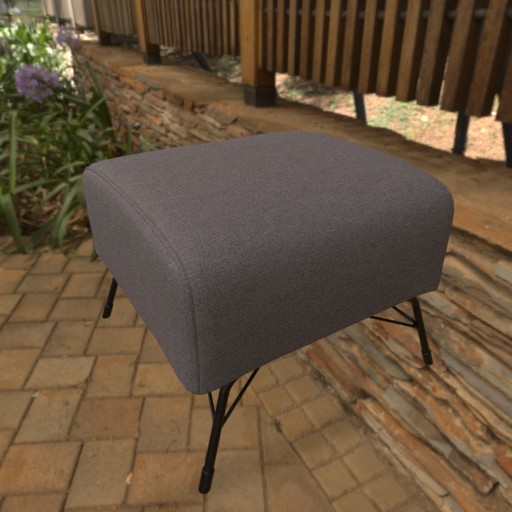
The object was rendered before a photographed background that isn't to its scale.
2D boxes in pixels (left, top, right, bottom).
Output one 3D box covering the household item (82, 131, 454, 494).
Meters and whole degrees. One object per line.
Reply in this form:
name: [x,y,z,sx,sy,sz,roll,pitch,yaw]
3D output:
household item: [0.000,0.000,0.878,0.530,0.410,0.530,-17,33,-28]
